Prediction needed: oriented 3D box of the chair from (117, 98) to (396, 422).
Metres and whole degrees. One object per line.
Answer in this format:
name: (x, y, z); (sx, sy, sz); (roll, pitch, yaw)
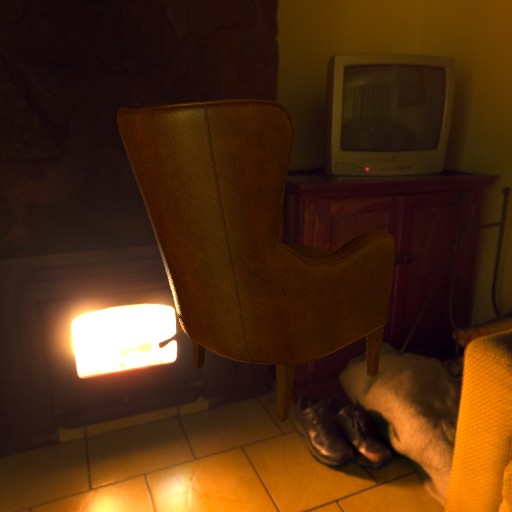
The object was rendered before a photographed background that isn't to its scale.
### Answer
chair: (0.000, 0.000, 1.649); (0.914, 1.048, 0.692); (-14, 21, -41)
